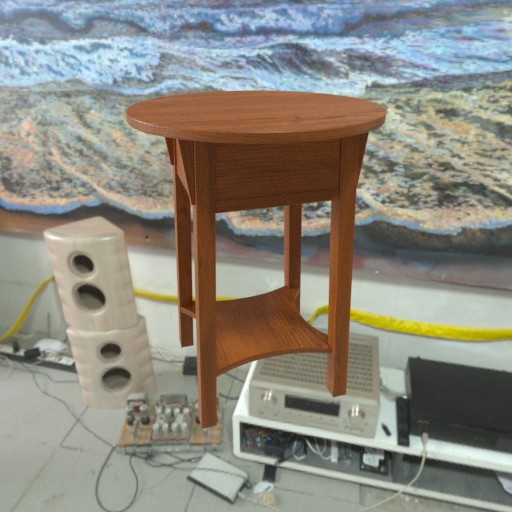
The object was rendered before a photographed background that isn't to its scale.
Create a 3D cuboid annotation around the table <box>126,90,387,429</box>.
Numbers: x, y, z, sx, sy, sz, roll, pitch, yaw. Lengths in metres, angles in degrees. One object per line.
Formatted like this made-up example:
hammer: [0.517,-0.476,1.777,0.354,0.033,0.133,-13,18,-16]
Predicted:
table: [0.000,0.000,0.940,0.457,0.610,0.457,0,27,0]
